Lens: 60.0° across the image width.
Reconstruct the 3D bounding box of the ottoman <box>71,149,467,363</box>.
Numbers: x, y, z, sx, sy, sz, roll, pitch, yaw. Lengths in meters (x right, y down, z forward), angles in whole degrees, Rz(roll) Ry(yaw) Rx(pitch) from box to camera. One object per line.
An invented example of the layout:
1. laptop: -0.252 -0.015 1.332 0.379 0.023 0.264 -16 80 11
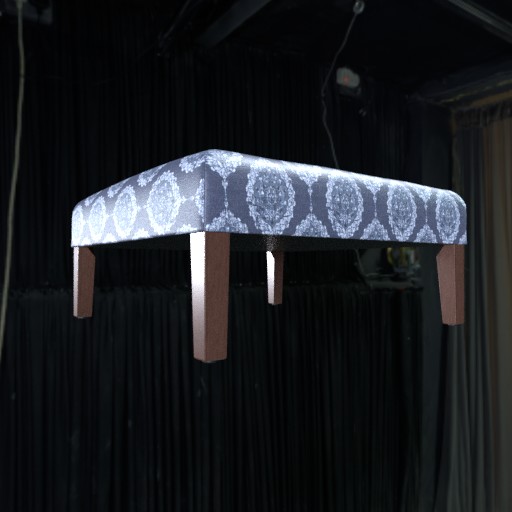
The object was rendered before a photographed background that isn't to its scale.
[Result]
1. ottoman: 0.000 0.000 1.386 0.889 0.409 0.890 1 -1 -37
